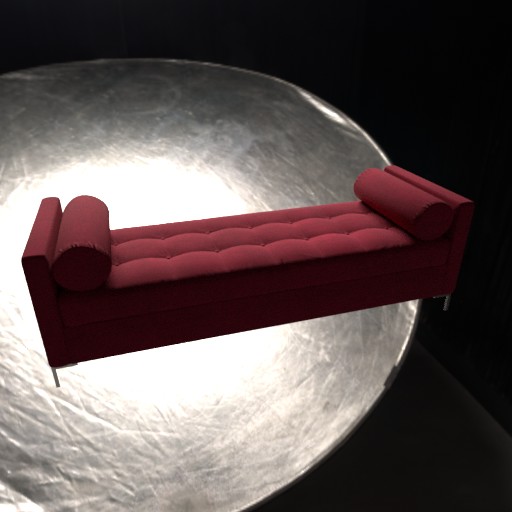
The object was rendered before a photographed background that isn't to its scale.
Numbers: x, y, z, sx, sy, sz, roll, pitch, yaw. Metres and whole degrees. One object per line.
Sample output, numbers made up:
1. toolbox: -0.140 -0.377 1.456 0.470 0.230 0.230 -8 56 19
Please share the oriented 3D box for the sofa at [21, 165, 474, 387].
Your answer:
1. sofa: 0.000 0.000 2.266 1.981 0.635 0.686 -8 28 -15
